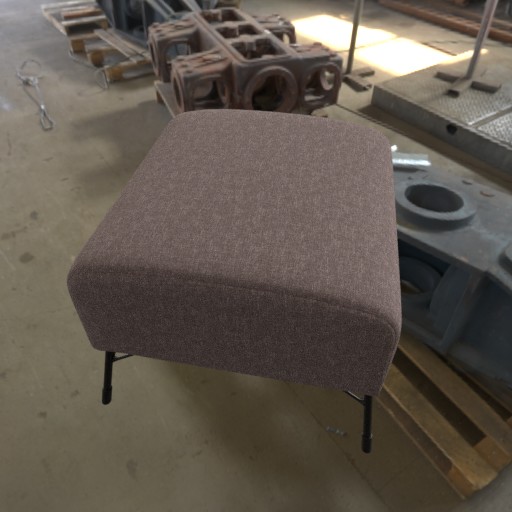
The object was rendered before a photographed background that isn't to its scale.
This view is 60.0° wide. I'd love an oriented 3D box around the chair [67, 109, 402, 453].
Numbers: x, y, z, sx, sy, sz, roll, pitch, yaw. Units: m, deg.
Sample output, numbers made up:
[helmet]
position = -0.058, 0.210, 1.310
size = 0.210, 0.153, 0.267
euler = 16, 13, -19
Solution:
[chair]
position = 0.000, 0.000, 0.890
size = 0.530, 0.410, 0.530
euler = 7, 45, 8
